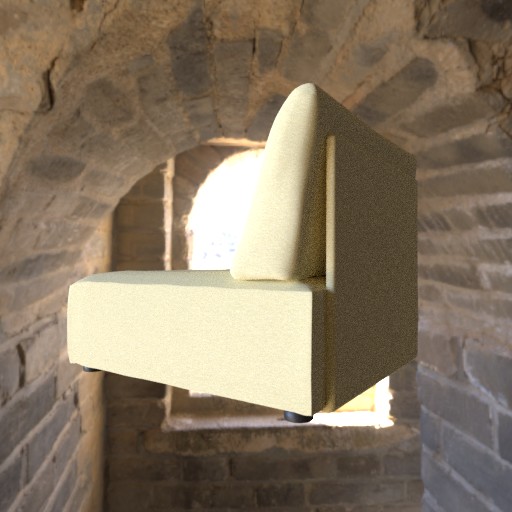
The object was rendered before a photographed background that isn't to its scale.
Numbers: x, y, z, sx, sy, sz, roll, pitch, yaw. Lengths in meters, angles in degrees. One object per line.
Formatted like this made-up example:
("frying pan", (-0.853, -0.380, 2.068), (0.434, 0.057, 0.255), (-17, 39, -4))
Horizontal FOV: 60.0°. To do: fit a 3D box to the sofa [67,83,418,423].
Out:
("sofa", (0.000, 0.000, 1.677), (1.000, 0.820, 0.930), (-1, -1, 35))
